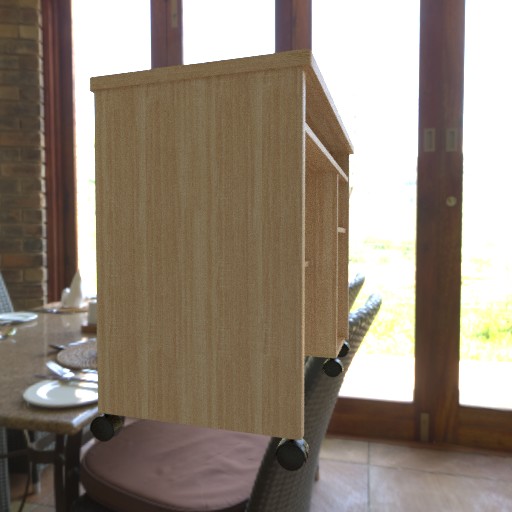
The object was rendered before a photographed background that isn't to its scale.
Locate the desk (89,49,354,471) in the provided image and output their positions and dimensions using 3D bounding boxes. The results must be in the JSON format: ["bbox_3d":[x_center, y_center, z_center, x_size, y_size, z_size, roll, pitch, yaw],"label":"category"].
[{"bbox_3d":[0.000,0.000,1.288,0.480,0.770,0.884,1,2,17],"label":"desk"}]
